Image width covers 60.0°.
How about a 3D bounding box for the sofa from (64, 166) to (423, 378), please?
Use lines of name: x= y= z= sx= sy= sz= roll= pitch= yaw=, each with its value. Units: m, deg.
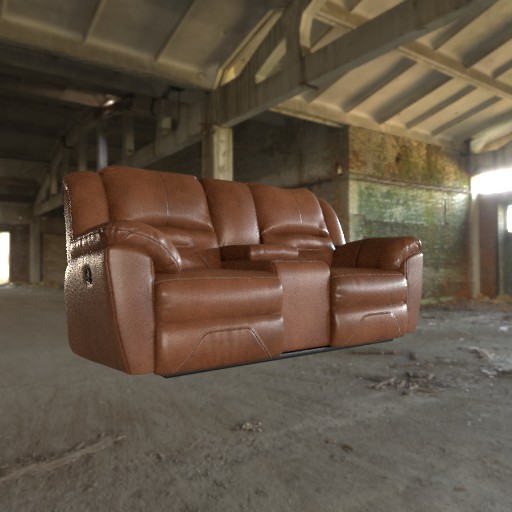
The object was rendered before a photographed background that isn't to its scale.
sofa: x=0.000 y=0.000 z=2.628 sx=2.058 sy=1.043 sz=0.991 roll=1 pitch=-1 yaw=-36
